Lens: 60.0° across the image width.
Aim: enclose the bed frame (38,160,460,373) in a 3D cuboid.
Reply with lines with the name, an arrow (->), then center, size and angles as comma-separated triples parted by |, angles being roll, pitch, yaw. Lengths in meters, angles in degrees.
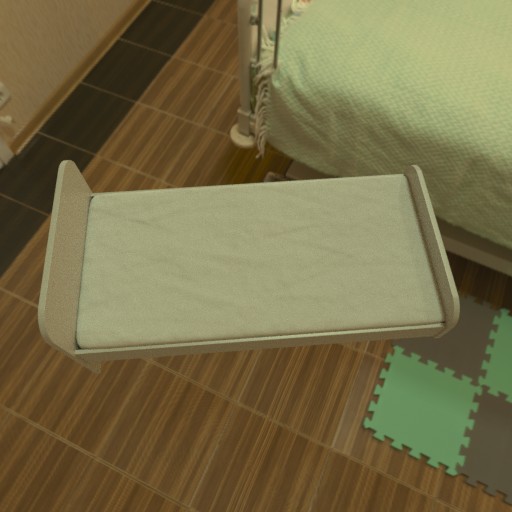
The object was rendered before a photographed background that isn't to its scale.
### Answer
bed frame -> 0.000, 0.000, 2.489 | 1.963, 0.805, 0.998 | -4, 64, -2
